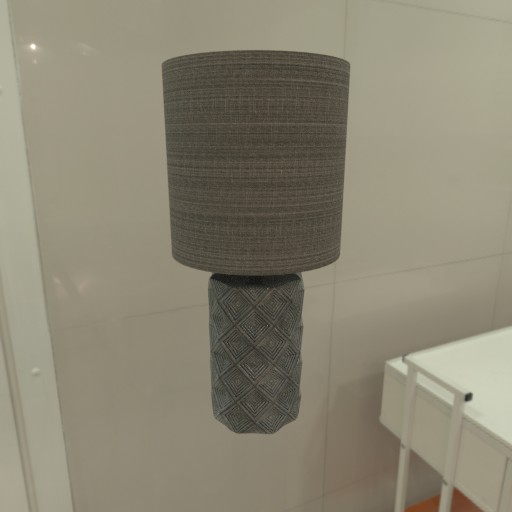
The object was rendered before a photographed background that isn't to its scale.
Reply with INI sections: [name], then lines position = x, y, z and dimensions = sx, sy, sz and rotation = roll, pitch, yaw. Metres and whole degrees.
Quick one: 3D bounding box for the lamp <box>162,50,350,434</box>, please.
[lamp]
position = 0.000, 0.000, 0.716
dimensions = 0.268, 0.566, 0.269
rotation = -7, 17, -26
